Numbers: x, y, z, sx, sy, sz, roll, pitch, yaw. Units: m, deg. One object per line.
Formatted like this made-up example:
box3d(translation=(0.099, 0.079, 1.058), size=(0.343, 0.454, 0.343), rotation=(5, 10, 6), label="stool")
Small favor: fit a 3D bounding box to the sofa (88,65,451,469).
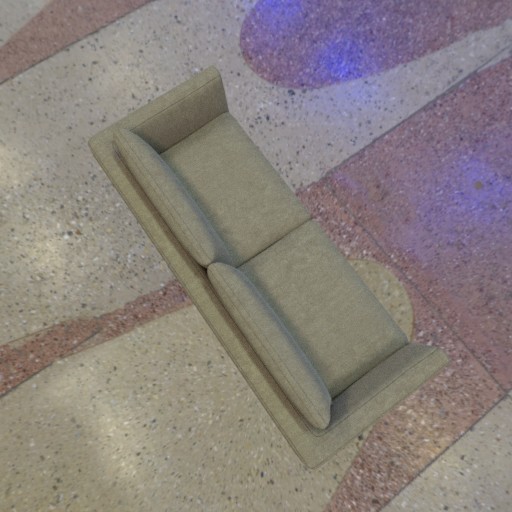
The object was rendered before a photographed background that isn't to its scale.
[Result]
box3d(translation=(0.000, 0.000, 2.581), size=(0.889, 0.864, 2.121), rotation=(-34, 77, -9), label="sofa")
